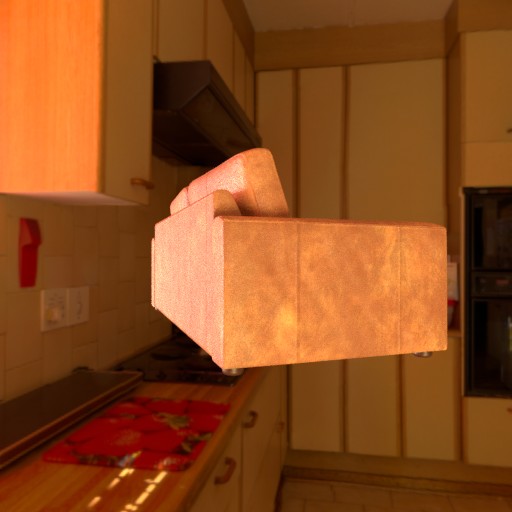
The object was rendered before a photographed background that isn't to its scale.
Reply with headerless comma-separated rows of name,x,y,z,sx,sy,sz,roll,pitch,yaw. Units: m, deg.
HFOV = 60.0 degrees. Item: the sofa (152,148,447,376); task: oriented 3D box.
sofa,0.000,0.000,2.718,1.016,0.873,2.179,0,0,-20
